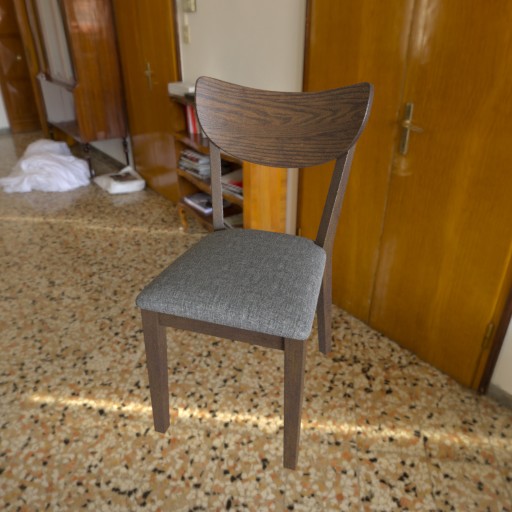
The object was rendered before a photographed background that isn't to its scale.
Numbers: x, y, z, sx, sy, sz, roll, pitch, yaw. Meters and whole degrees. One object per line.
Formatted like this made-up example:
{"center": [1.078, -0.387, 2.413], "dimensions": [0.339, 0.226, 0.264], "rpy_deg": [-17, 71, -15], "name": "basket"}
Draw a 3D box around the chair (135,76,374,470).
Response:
{"center": [0.000, 0.000, 1.197], "dimensions": [0.491, 0.849, 0.583], "rpy_deg": [9, 29, 16], "name": "chair"}
